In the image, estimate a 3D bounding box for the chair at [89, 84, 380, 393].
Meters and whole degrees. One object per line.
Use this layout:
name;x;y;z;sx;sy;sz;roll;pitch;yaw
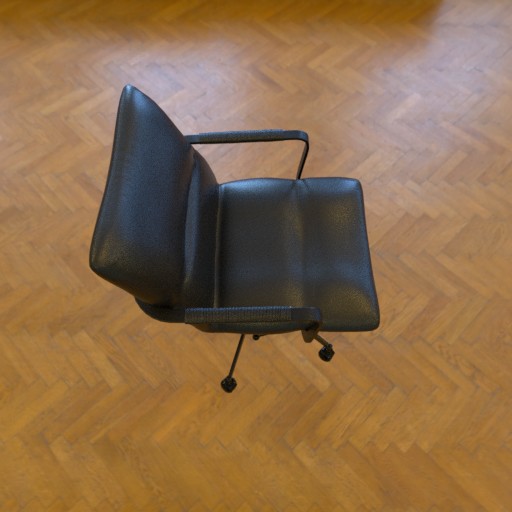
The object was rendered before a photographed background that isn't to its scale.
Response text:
chair;0.000;0.000;1.468;0.748;0.922;0.719;0;62;0
